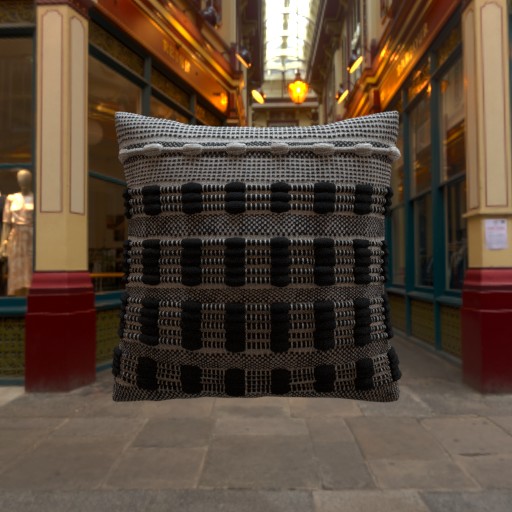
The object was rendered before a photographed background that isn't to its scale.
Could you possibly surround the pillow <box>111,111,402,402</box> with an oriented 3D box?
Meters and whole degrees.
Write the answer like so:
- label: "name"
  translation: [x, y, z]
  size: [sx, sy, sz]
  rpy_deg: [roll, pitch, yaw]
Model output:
- label: "pillow"
  translation: [0.000, 0.000, 0.663]
  size: [0.436, 0.438, 0.156]
  rpy_deg: [0, -1, 1]
